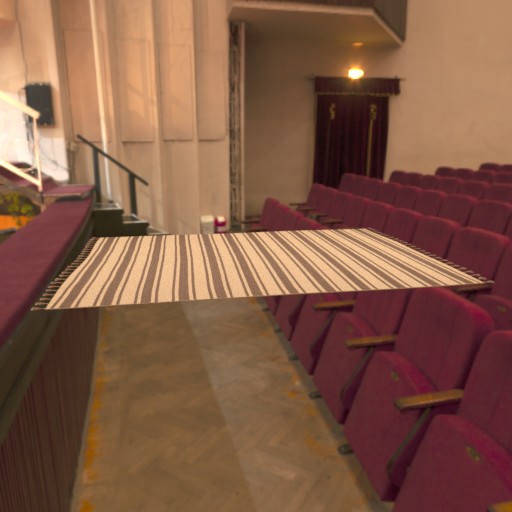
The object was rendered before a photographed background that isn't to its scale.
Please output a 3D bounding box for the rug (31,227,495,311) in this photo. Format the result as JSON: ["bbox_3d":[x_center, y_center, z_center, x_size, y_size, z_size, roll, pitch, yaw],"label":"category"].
[{"bbox_3d":[0.000,0.000,3.777,3.040,0.017,2.030,-3,15,-10],"label":"rug"}]
